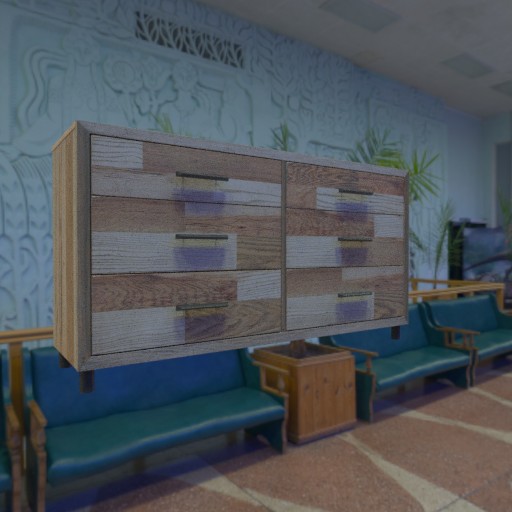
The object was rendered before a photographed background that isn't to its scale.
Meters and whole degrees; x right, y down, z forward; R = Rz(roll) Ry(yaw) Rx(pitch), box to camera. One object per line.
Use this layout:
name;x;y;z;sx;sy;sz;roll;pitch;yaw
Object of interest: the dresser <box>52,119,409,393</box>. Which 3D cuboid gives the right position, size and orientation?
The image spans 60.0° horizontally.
dresser;0.000;0.000;1.920;1.547;0.834;0.487;-1;1;-34
